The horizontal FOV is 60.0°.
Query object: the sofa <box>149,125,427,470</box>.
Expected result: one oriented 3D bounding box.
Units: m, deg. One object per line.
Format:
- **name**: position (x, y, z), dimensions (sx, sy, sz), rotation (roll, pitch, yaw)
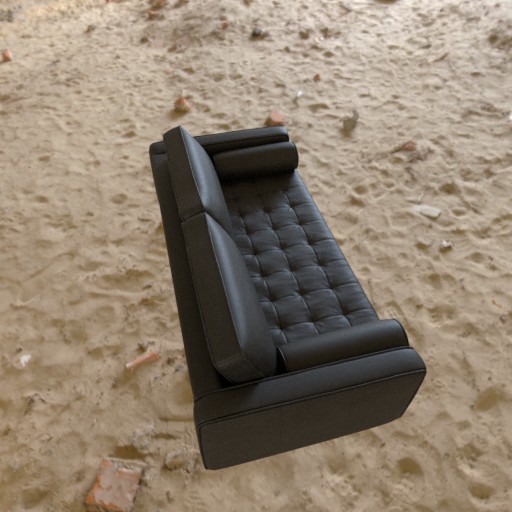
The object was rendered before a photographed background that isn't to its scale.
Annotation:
- **sofa**: position (0.000, 0.000, 2.351), dimensions (0.921, 0.770, 1.879), rotation (-11, 47, -10)
